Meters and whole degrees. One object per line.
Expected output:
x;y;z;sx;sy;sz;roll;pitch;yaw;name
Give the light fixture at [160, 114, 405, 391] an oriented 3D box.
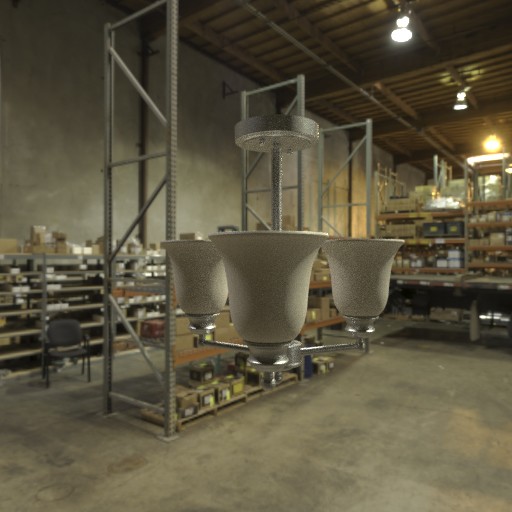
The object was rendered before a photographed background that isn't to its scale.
0.000;0.000;0.662;0.354;0.370;0.388;0;0;36;light fixture
